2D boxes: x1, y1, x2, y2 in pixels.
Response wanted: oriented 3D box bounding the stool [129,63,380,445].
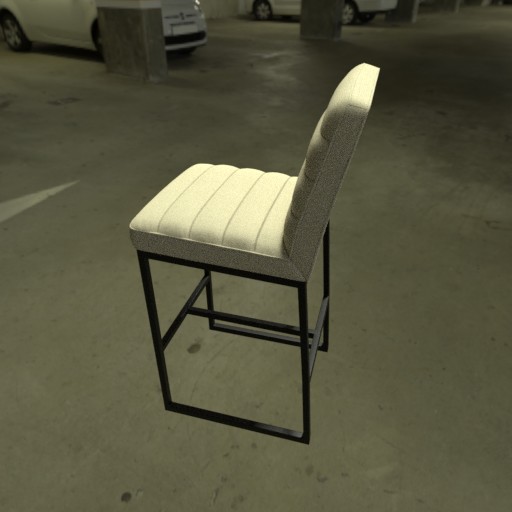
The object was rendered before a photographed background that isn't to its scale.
[{"bbox_3d":[0.000,0.000,1.327,0.560,1.040,0.460,8,33,13],"label":"stool"}]
